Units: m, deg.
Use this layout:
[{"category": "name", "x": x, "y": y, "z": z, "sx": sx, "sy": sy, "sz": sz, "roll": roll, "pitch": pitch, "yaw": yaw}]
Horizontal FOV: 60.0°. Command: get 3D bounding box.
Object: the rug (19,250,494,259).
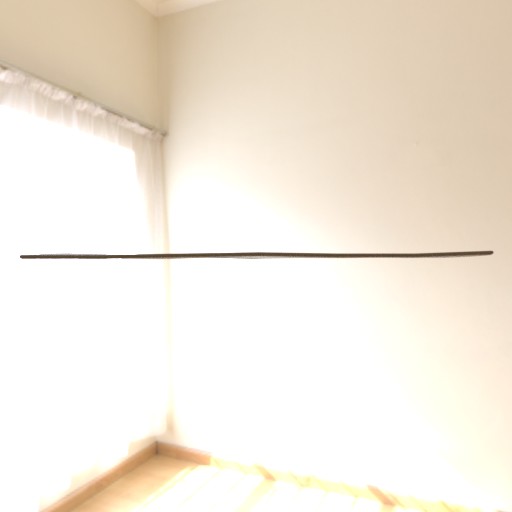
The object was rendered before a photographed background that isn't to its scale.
[{"category": "rug", "x": 0.000, "y": 0.000, "z": 2.329, "sx": 1.829, "sy": 0.034, "sz": 1.252, "roll": 0, "pitch": 0, "yaw": -1}]
